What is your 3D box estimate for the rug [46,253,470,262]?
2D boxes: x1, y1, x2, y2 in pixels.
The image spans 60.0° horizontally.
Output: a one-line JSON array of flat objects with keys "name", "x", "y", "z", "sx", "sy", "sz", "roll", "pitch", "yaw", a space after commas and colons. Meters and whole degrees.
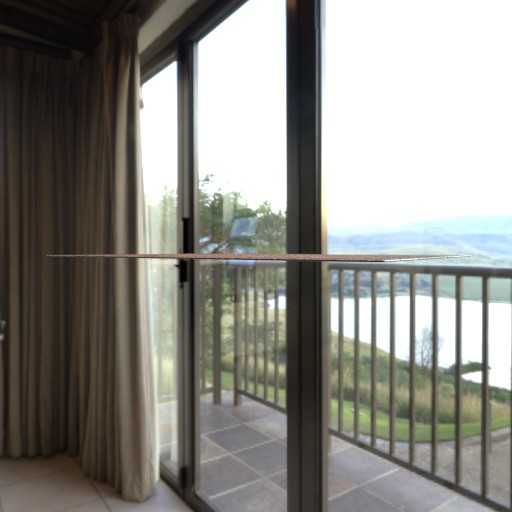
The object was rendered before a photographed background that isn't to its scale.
[{"name": "rug", "x": 0.000, "y": 0.000, "z": 3.662, "sx": 2.890, "sy": 0.013, "sz": 2.005, "roll": 1, "pitch": 1, "yaw": 36}]
